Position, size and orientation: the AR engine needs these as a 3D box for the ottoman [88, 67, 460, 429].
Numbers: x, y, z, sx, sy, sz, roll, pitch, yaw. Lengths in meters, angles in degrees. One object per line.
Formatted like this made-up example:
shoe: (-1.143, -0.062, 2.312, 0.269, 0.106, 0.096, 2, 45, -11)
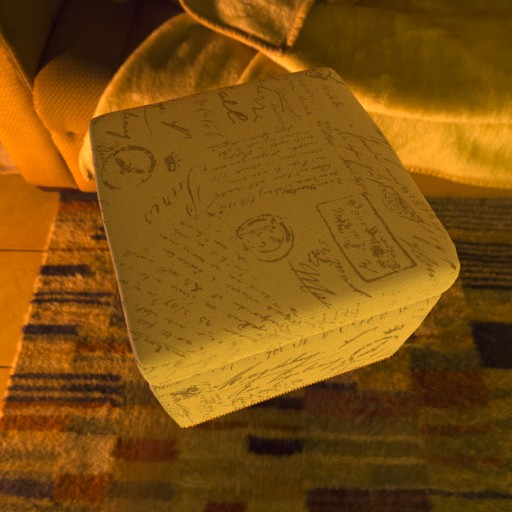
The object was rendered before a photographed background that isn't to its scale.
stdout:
ottoman: (0.000, 0.000, 0.822, 0.450, 0.457, 0.449, -16, 60, -10)
